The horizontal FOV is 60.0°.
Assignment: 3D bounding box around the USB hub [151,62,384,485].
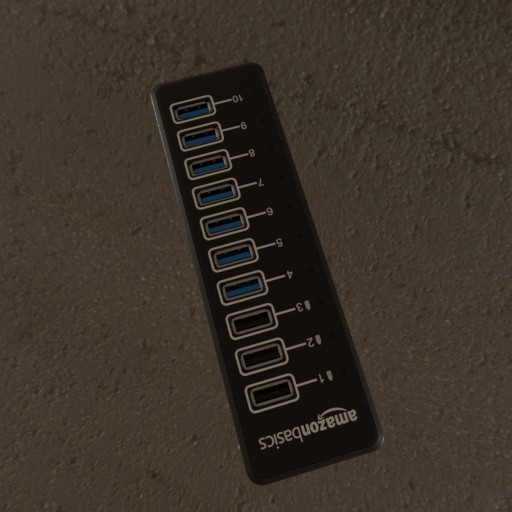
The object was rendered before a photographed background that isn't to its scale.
[{"bbox_3d":[0.000,0.000,0.163,0.044,0.023,0.145,-15,76,-4],"label":"USB hub"}]
